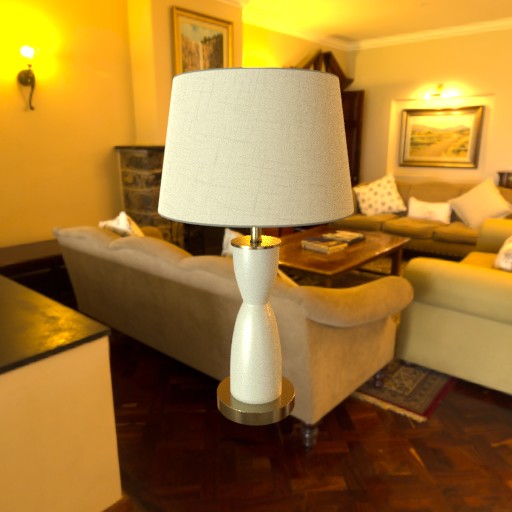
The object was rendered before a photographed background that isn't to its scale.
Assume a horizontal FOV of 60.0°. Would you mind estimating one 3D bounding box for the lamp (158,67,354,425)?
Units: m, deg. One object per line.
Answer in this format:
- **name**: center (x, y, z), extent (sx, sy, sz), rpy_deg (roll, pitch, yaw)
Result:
- **lamp**: center (0.000, 0.000, 0.733), extent (0.309, 0.545, 0.309), rpy_deg (0, 15, 0)
